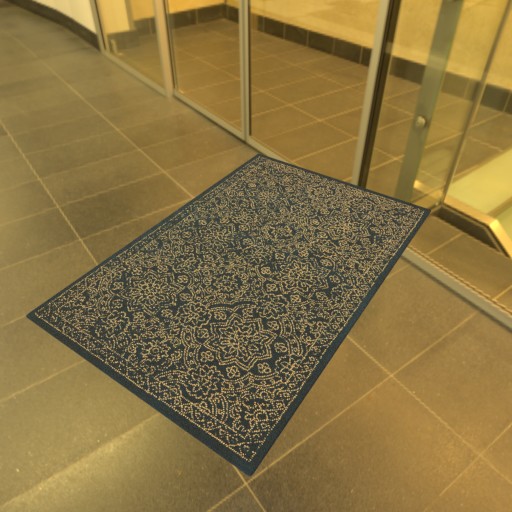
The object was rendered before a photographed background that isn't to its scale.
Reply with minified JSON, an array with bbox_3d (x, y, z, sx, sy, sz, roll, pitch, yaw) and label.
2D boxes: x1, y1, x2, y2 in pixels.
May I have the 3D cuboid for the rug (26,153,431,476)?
[{"bbox_3d":[0.000,0.000,2.266,1.219,0.010,1.829,24,46,25],"label":"rug"}]
